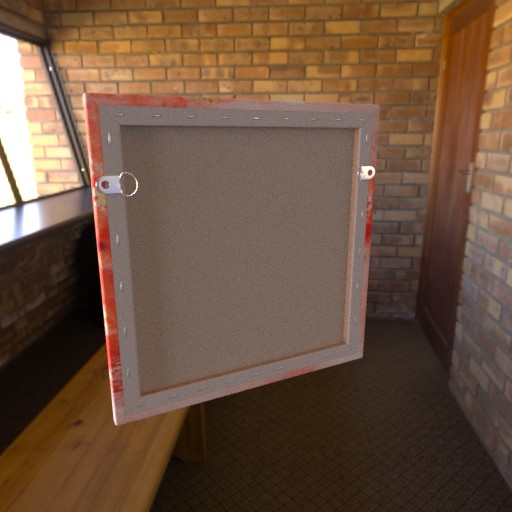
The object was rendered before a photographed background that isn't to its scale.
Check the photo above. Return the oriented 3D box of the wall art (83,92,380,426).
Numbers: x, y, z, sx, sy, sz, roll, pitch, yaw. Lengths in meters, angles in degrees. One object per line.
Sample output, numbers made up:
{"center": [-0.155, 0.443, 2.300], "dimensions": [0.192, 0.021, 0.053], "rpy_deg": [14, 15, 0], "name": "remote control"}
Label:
{"center": [0.000, 0.000, 1.315], "dimensions": [0.878, 0.878, 0.066], "rpy_deg": [-8, 17, -26], "name": "wall art"}
